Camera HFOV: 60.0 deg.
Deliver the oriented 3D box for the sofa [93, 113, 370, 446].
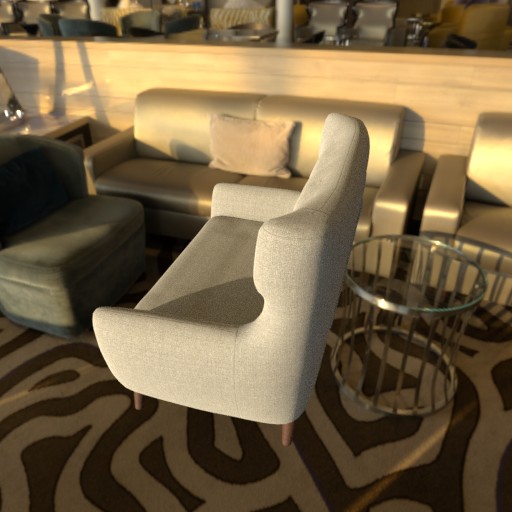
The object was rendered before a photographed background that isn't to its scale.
[{"bbox_3d":[0.000,0.000,2.028,0.884,1.028,1.386,8,32,14],"label":"sofa"}]
